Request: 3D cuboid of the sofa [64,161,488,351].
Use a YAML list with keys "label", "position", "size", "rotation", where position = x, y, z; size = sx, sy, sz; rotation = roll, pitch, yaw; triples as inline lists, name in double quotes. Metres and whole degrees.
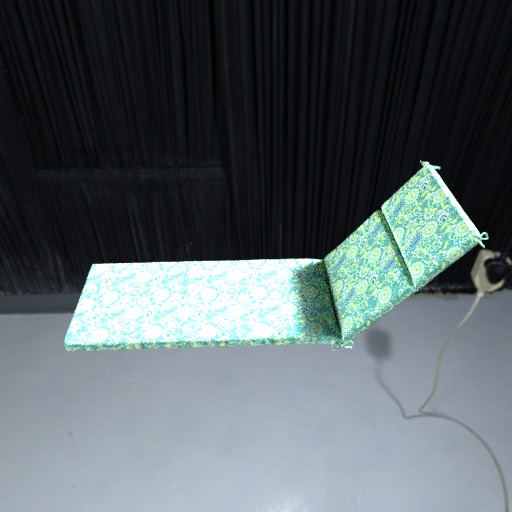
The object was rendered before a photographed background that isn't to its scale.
- label: "sofa"
  position: [0.000, 0.000, 1.936]
  size: [1.663, 0.622, 0.582]
  rotation: [-1, 40, -2]
